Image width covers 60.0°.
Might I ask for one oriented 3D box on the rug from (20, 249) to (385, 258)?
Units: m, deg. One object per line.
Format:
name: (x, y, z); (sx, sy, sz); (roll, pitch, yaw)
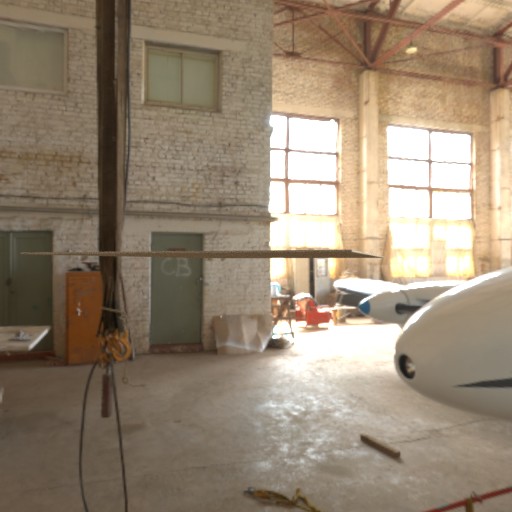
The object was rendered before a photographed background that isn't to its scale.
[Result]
rug: (0.000, 0.000, 2.194); (1.142, 0.006, 1.752); (0, -1, 19)
